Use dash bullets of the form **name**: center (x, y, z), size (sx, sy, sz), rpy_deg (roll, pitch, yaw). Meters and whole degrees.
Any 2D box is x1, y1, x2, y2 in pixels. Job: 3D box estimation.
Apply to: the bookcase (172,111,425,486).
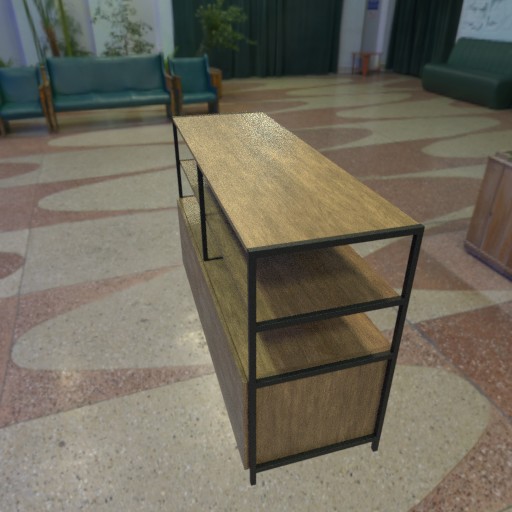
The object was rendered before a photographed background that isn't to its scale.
- **bookcase**: center (0.000, 0.000, 1.518), size (0.391, 0.712, 1.149), rpy_deg (-8, 31, -14)
